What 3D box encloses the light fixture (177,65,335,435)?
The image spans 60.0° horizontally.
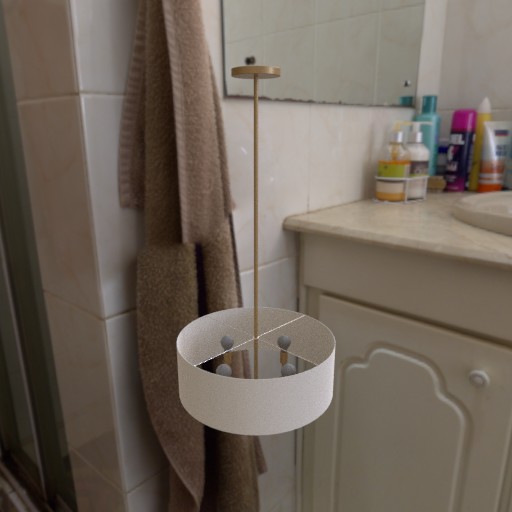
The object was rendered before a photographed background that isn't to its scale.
[{"bbox_3d":[0.000,0.000,1.362,0.508,1.067,0.508,0,16,0],"label":"light fixture"}]
